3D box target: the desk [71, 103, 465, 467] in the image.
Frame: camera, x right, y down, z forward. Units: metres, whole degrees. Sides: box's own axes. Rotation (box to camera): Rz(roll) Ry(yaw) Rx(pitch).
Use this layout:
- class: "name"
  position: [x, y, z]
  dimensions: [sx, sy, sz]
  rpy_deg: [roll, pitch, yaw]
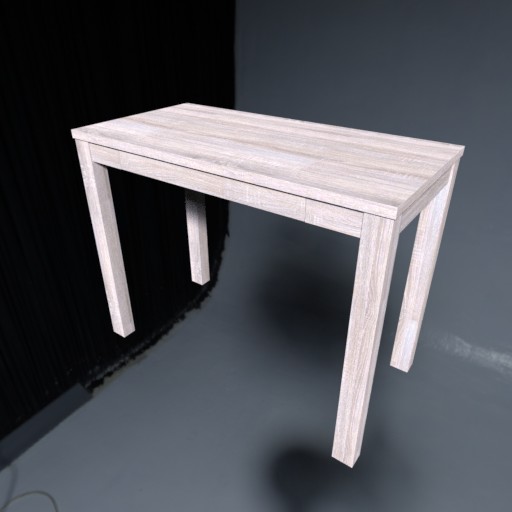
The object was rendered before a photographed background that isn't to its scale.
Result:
- class: "desk"
  position: [0.000, 0.000, 1.424]
  dimensions: [0.991, 0.762, 0.495]
  rpy_deg: [20, 35, 30]
